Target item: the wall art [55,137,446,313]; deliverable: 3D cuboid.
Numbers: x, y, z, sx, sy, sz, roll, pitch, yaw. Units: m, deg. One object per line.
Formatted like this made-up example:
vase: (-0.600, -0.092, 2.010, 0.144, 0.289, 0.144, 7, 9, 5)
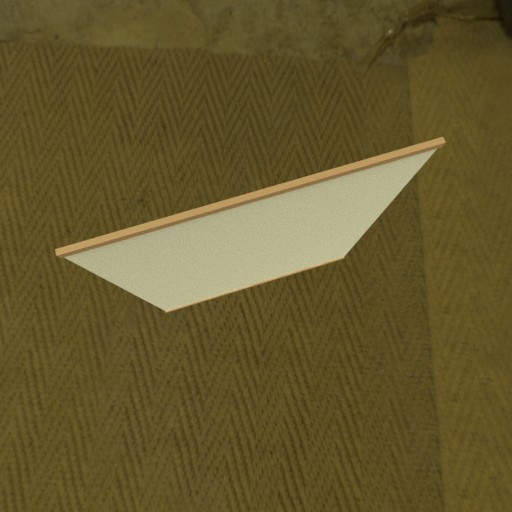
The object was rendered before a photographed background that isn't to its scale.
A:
wall art: (0.000, 0.000, 1.323, 0.758, 1.016, 0.013, -17, 77, -4)
